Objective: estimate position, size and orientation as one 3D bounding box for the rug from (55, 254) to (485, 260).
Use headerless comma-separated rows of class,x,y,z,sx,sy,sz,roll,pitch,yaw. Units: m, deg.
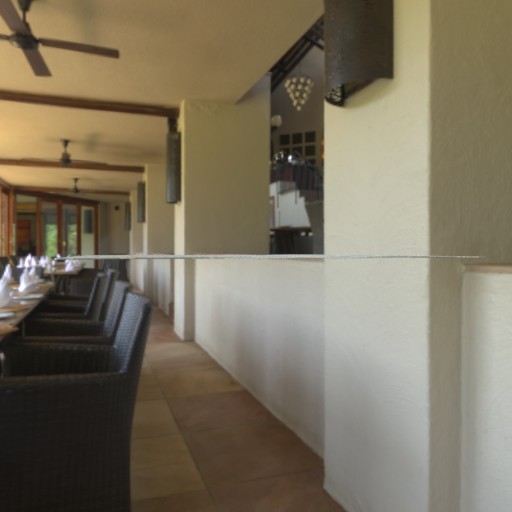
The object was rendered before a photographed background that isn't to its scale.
rug,0.000,0.000,2.805,2.133,0.013,1.522,0,1,-16
